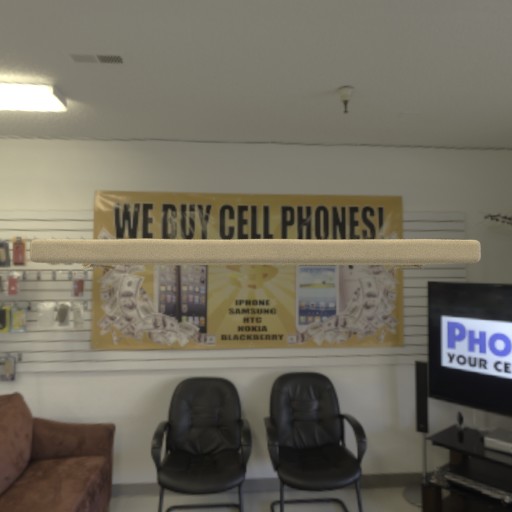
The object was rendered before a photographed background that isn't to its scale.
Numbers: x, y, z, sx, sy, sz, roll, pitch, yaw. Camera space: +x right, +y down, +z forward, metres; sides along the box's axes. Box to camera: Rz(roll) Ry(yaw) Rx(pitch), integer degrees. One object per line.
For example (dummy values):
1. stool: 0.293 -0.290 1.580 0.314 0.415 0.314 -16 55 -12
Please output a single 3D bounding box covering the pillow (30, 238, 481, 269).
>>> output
1. pillow: 0.000 0.000 1.355 1.187 0.081 0.492 0 -2 -1
